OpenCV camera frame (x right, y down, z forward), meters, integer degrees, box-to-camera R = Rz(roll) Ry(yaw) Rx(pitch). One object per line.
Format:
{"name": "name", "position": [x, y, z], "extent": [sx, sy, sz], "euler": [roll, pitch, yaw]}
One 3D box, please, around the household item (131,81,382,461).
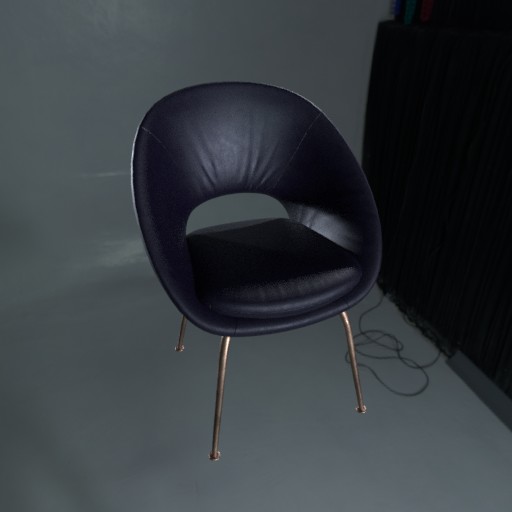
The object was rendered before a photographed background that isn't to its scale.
{"name": "household item", "position": [0.000, 0.000, 1.245], "extent": [0.623, 0.852, 0.573], "euler": [-10, 31, -18]}
